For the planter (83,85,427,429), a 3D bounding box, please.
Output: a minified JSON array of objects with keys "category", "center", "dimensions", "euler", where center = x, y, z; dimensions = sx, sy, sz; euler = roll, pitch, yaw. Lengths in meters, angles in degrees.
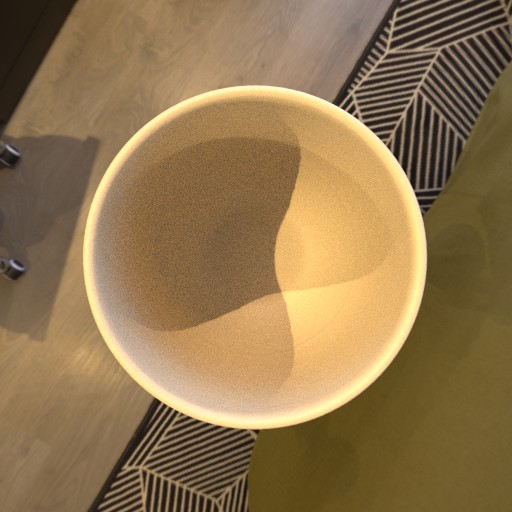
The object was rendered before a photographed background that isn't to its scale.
[{"category":"planter","center":[0.000,0.000,0.213],"dimensions":[0.124,0.109,0.124],"euler":[0,91,1]}]
